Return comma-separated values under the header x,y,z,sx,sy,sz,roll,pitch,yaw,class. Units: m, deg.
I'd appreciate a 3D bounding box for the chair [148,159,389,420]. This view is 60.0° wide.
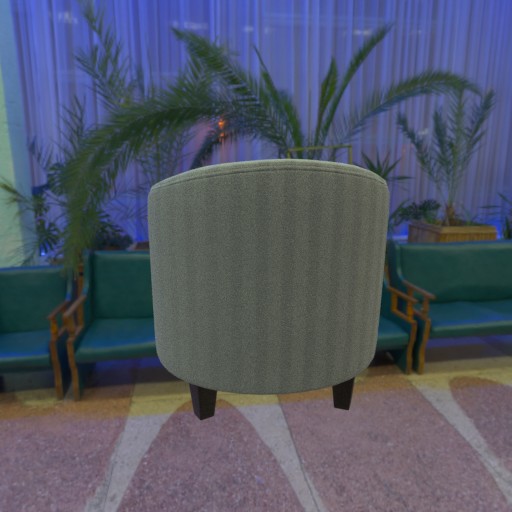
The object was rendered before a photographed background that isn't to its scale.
x,y,z,sx,sy,sz,roll,pitch,yaw,class
0.000,0.000,1.743,0.756,0.757,1.288,-2,13,-7,chair
